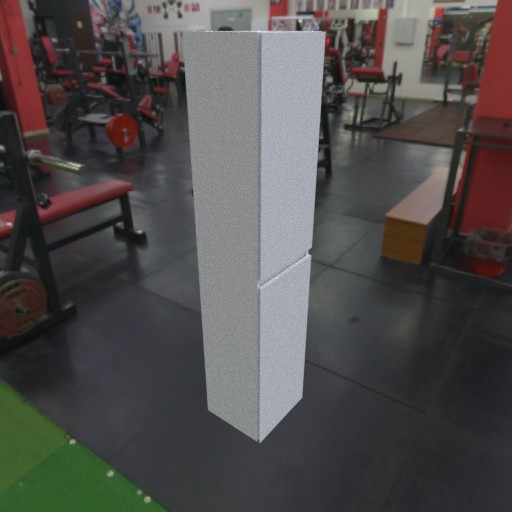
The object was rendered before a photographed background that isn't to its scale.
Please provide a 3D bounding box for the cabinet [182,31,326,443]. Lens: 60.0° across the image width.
[{"bbox_3d":[0.000,0.000,1.549,0.270,1.400,0.300,20,33,33],"label":"cabinet"}]
